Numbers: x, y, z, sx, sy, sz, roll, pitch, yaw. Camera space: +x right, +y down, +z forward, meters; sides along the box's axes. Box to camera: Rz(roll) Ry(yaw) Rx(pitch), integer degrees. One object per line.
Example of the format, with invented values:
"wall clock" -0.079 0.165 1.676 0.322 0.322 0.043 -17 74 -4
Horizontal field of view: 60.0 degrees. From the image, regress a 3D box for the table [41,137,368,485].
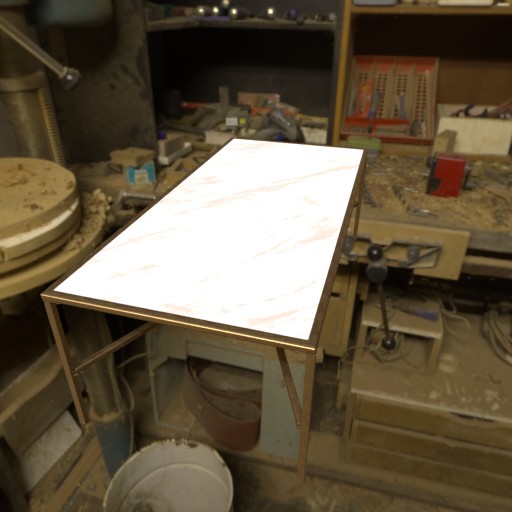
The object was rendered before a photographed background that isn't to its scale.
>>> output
"table" 0.000 0.000 1.442 0.577 0.405 1.197 9 32 14
